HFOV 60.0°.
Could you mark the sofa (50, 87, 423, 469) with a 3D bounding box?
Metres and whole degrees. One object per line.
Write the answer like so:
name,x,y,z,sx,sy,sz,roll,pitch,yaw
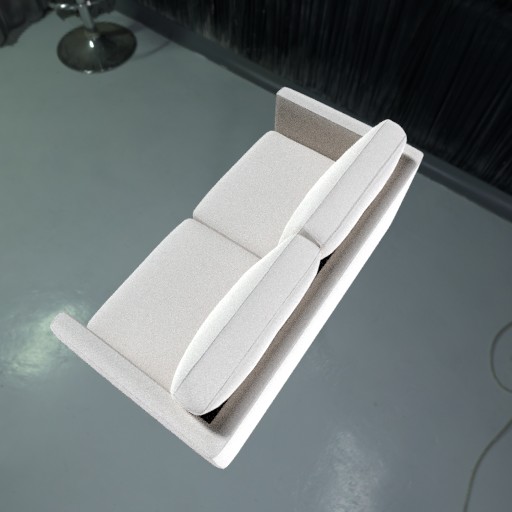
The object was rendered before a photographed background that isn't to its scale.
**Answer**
sofa,0.000,0.000,2.188,0.873,0.888,1.722,32,66,16
